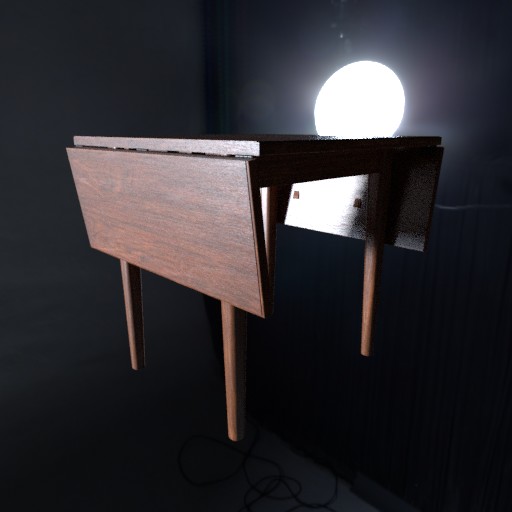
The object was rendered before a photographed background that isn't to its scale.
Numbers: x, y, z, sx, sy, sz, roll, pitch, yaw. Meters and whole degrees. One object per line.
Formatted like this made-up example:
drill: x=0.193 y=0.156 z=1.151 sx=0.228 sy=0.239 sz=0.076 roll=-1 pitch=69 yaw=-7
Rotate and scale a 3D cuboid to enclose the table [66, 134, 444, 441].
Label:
table: x=0.000 y=0.000 z=1.462 sx=0.843 sy=0.763 sz=0.812 roll=-15 pitch=22 yaw=-42
